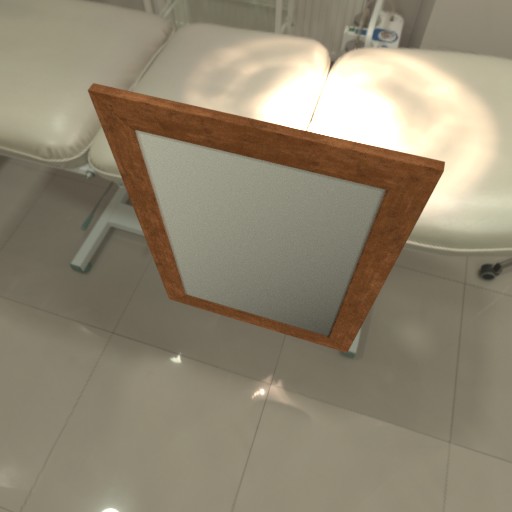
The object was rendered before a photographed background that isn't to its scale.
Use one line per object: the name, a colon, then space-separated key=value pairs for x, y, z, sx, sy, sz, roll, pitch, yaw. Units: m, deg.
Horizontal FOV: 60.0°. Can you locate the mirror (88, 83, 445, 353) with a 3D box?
mirror: x=0.000 y=0.000 z=1.419 sx=0.796 sy=1.099 sz=0.028 roll=15 pitch=60 yaw=9
